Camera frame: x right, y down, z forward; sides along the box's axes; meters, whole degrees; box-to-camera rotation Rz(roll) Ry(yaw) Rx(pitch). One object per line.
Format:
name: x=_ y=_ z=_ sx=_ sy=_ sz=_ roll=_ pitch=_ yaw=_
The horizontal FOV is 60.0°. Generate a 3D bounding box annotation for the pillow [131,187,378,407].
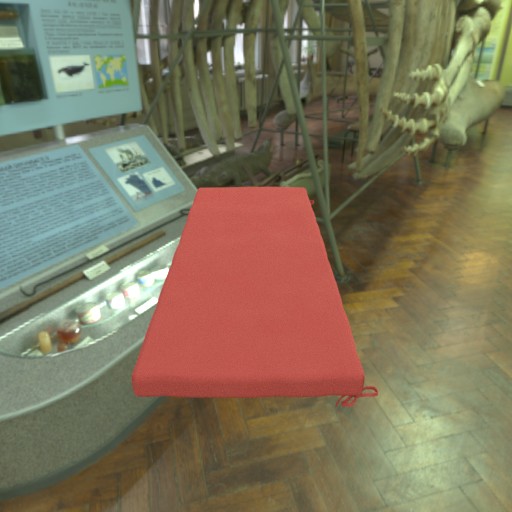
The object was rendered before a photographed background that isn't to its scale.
pillow: x=0.000 y=0.000 z=1.368 sx=0.492 sy=0.081 sz=1.187 roll=0 pitch=27 yaw=0
